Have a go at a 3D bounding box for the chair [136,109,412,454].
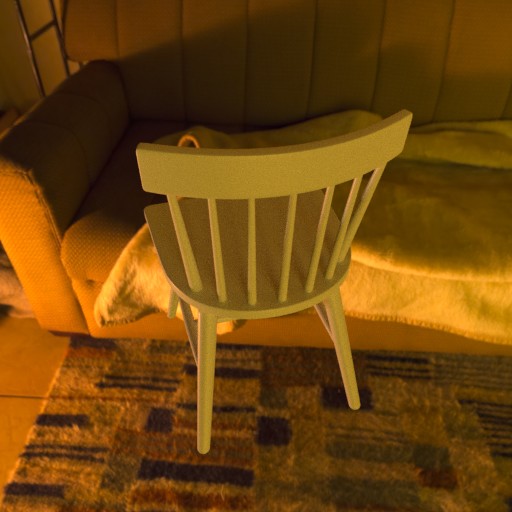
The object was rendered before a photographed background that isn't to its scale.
[{"bbox_3d":[0.000,0.000,1.082,0.483,0.787,0.500,-11,41,-13],"label":"chair"}]
